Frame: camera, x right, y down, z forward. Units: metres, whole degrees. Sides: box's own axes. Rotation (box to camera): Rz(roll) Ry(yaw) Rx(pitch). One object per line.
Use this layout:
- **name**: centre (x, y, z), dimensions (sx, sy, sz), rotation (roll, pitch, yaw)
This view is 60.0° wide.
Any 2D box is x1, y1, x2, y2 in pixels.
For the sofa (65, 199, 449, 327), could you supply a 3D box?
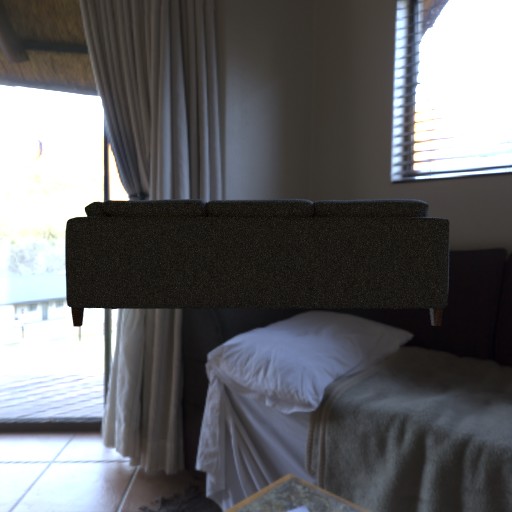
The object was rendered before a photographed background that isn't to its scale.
- **sofa**: centre (0.000, 0.000, 4.478), dimensions (2.551, 0.853, 3.238), rotation (0, 1, -1)
